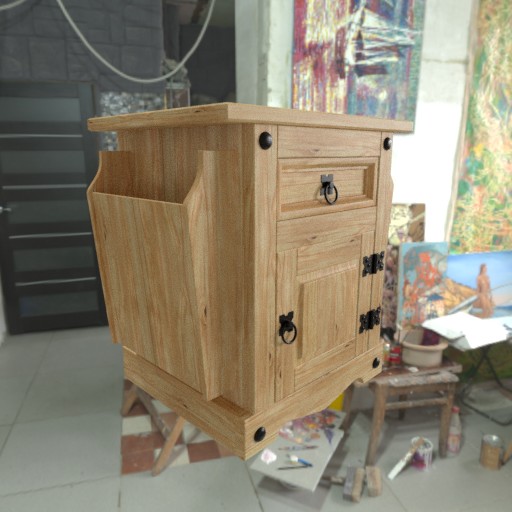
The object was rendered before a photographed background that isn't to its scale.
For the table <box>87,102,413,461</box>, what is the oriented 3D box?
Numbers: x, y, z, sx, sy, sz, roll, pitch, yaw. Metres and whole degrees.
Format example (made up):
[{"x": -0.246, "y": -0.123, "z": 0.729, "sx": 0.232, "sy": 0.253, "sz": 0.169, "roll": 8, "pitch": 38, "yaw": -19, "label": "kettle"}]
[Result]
[{"x": 0.000, "y": 0.000, "z": 0.874, "sx": 0.530, "sy": 0.515, "sz": 0.380, "roll": -13, "pitch": 18, "yaw": -43, "label": "table"}]
